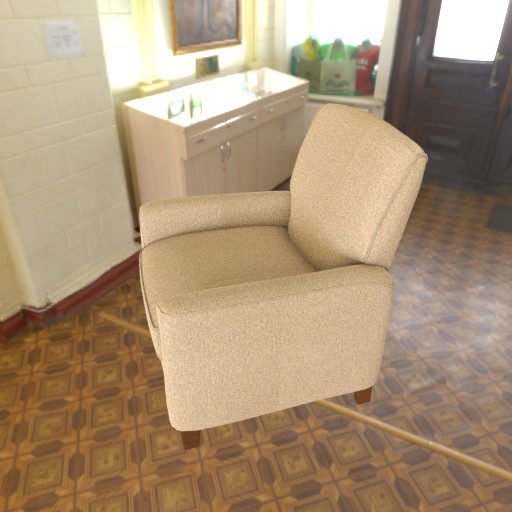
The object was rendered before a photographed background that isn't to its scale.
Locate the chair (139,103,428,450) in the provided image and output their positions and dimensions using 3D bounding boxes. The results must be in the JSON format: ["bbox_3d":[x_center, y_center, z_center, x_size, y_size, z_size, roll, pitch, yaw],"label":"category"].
[{"bbox_3d":[0.000,0.000,1.680,0.864,1.014,0.848,-9,31,-15],"label":"chair"}]
